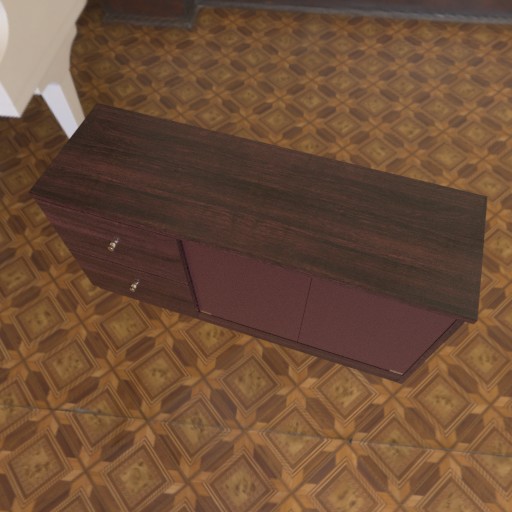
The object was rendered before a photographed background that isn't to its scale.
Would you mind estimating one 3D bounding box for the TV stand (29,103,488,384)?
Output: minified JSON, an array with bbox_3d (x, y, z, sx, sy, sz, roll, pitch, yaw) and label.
[{"bbox_3d":[0.000,0.000,1.464,1.192,0.614,0.404,16,60,9],"label":"TV stand"}]
